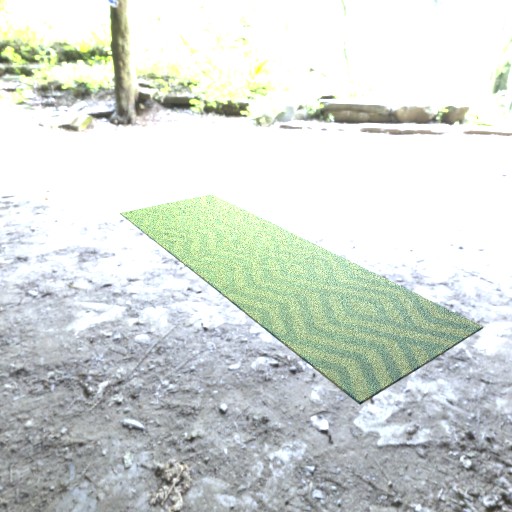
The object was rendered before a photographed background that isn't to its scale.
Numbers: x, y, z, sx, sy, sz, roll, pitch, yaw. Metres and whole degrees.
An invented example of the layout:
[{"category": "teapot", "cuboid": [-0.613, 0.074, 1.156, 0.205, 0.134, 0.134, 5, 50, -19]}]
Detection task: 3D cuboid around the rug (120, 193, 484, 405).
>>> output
[{"category": "rug", "cuboid": [0.000, 0.000, 1.653, 0.503, 0.007, 1.492, -17, 31, -32]}]
